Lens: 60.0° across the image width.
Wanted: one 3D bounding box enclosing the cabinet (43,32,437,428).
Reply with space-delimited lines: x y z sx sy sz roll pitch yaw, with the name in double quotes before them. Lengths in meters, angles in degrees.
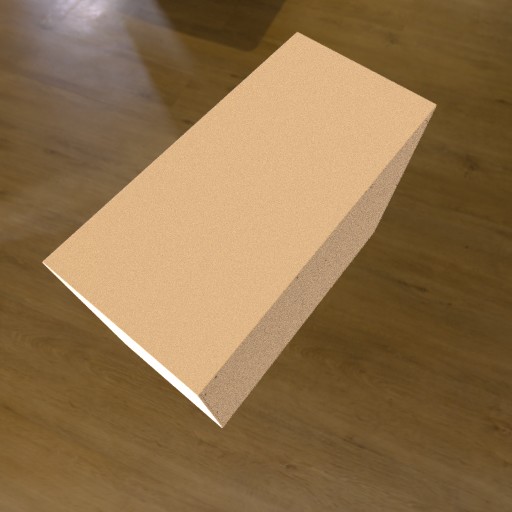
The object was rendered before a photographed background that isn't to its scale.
"cabinet" 0.000 0.000 1.247 0.398 0.761 0.800 36 69 16
